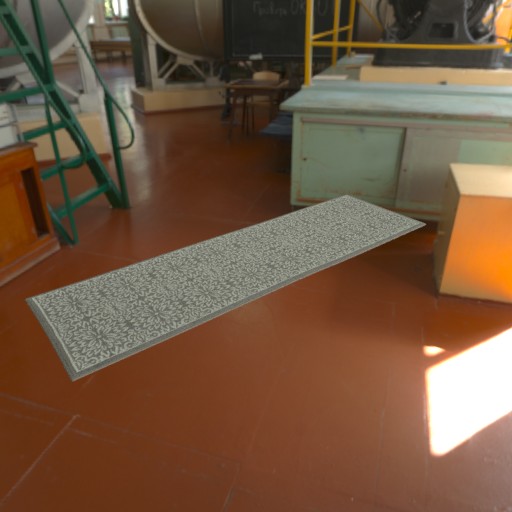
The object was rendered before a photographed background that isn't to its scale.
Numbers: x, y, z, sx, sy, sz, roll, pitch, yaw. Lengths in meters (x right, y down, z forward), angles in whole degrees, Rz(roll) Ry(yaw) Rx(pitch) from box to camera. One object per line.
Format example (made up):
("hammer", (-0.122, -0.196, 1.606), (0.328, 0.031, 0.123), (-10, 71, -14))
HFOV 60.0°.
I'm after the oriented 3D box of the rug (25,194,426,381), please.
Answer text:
("rug", (0.000, 0.000, 2.412), (2.196, 0.011, 0.662), (-21, 35, -33))
